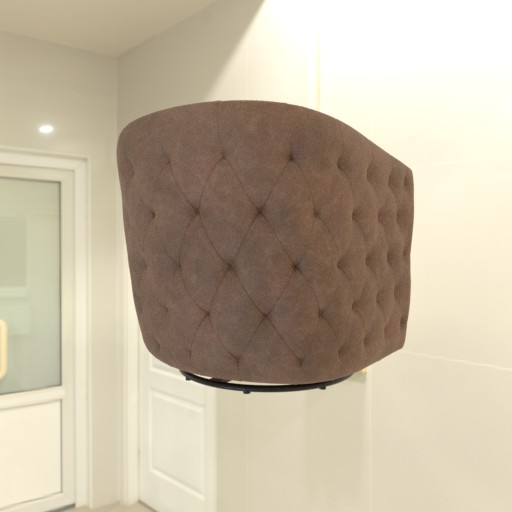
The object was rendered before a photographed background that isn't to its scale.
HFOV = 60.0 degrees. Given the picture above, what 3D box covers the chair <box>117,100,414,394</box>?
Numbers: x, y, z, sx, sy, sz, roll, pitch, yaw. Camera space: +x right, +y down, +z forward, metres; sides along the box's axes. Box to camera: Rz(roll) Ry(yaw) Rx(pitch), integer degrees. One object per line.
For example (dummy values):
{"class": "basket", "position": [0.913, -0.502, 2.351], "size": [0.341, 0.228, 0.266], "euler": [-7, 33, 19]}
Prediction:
{"class": "chair", "position": [0.000, 0.000, 1.522], "size": [0.850, 0.790, 0.870], "euler": [0, 1, 35]}
